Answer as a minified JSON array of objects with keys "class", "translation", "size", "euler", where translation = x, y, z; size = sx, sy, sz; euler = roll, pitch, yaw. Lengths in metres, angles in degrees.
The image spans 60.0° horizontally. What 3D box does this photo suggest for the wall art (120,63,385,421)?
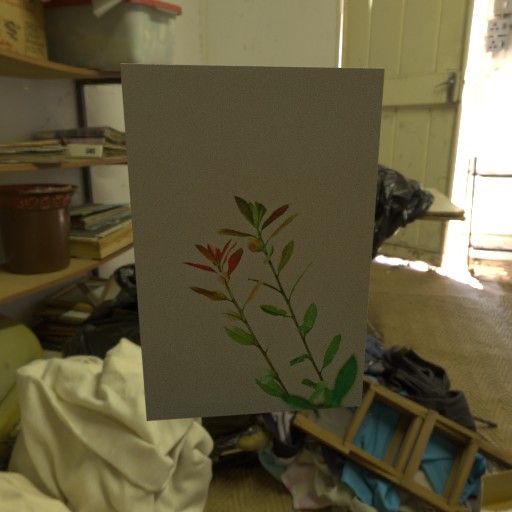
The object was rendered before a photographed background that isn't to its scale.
[{"class":"wall art","translation":[0.000,0.000,1.156],"size":[0.612,0.915,0.039],"euler":[-2,15,-6]}]
